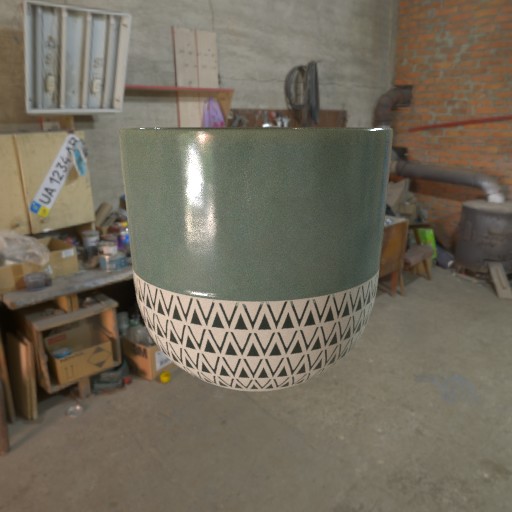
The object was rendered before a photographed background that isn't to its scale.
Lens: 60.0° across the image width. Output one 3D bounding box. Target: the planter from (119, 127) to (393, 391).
[{"bbox_3d":[0.000,0.000,0.486,0.266,0.270,0.266,0,17,0],"label":"planter"}]
